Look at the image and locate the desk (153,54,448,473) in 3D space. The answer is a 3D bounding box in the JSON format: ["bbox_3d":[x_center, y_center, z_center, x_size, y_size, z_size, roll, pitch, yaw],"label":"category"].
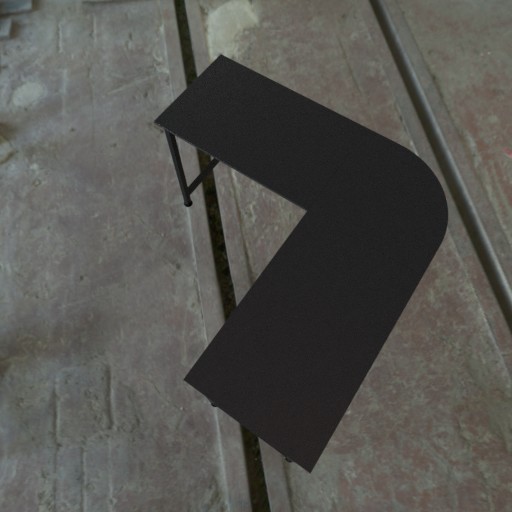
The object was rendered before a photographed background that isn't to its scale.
[{"bbox_3d":[0.000,0.000,2.230,1.400,0.762,1.400,32,69,14],"label":"desk"}]
